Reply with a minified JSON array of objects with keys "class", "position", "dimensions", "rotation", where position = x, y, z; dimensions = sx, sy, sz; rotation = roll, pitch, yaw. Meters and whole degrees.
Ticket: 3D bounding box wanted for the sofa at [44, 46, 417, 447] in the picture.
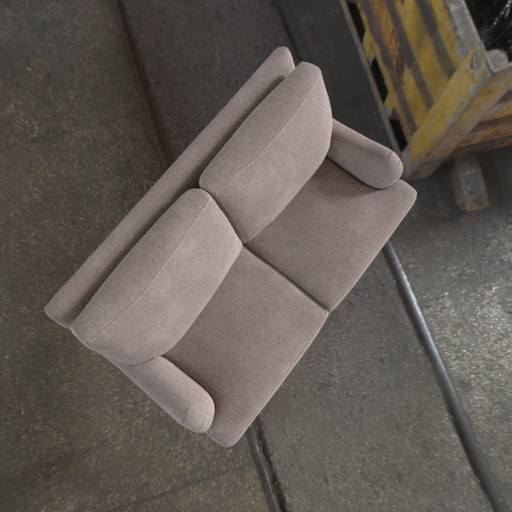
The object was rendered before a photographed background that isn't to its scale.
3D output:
[{"class":"sofa","position":[0.000,0.000,2.516],"dimensions":[1.084,1.101,1.853],"rotation":[37,79,8]}]
